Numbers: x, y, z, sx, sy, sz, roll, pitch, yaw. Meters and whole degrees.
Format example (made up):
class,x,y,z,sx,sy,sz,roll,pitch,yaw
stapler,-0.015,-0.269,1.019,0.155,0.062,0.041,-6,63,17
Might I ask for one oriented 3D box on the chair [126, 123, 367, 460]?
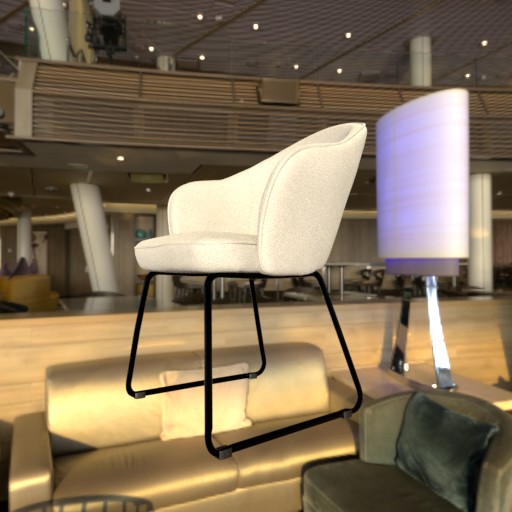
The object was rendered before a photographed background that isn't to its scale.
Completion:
class,x,y,z,sx,sy,sz,roll,pitch,yaw
chair,0.000,0.000,1.233,0.592,0.817,0.570,1,-1,-36
